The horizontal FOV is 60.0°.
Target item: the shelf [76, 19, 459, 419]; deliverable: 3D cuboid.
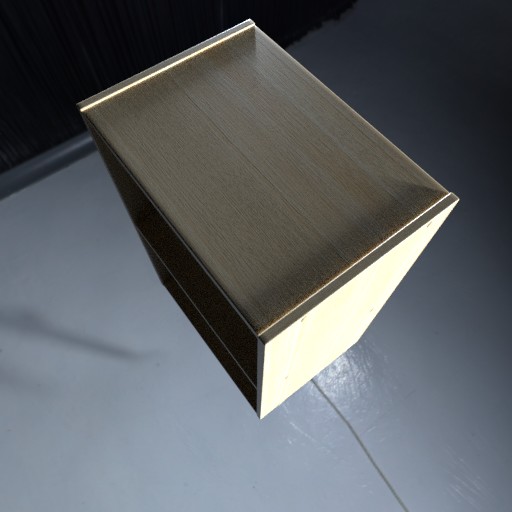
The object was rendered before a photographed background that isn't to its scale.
[{"bbox_3d":[0.000,0.000,0.819,0.290,0.592,0.414,-34,68,-16],"label":"shelf"}]
